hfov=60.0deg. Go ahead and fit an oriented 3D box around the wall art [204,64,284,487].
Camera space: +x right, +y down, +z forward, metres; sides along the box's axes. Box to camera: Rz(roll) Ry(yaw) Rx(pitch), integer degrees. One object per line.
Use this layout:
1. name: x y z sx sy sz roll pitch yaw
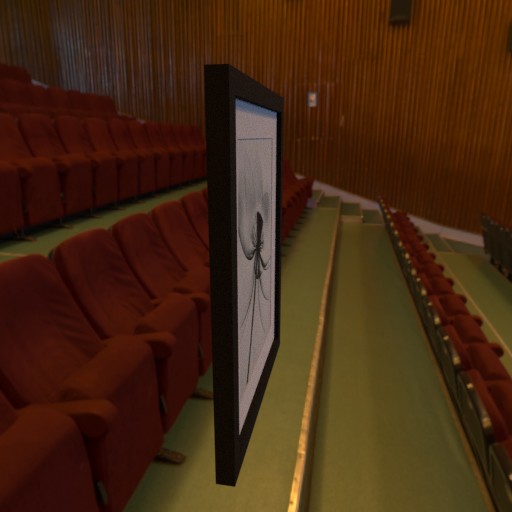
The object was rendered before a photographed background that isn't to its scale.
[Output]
1. wall art: 0.000 0.000 0.778 0.029 0.559 0.457 3 15 11
